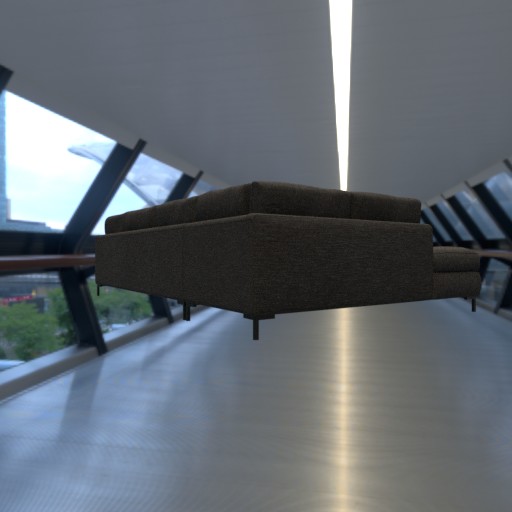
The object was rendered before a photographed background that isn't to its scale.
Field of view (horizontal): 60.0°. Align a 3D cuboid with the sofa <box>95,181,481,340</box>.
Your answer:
[{"bbox_3d":[0.000,0.000,3.876,2.007,0.815,2.949,0,0,-34],"label":"sofa"}]
